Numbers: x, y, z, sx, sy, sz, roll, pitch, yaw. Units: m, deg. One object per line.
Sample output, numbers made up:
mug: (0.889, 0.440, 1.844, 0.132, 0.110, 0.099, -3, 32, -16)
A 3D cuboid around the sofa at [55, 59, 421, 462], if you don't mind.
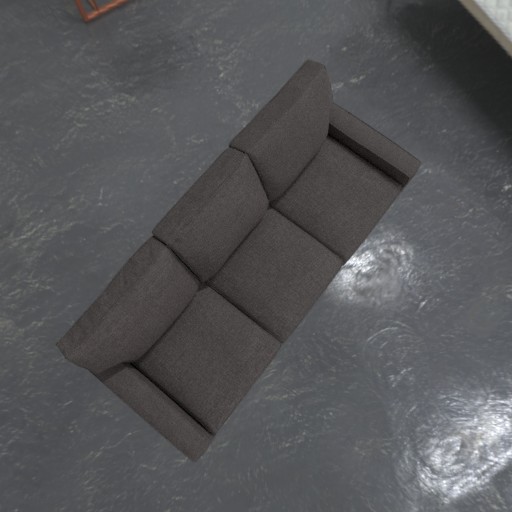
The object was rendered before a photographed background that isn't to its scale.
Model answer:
sofa: (0.000, 0.000, 2.889, 1.004, 0.978, 2.369, 37, 78, 9)
